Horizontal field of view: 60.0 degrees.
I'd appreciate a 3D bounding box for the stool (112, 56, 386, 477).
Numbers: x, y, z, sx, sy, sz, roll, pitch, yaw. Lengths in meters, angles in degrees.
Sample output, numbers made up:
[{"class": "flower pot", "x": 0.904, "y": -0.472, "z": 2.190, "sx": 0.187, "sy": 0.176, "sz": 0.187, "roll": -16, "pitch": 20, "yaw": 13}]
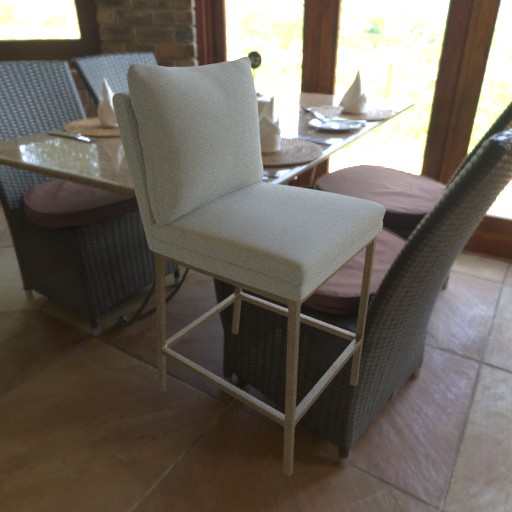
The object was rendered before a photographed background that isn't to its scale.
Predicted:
[{"class": "stool", "x": 0.000, "y": 0.000, "z": 1.282, "sx": 0.572, "sy": 1.032, "sz": 0.463, "roll": 18, "pitch": 32, "yaw": 31}]
